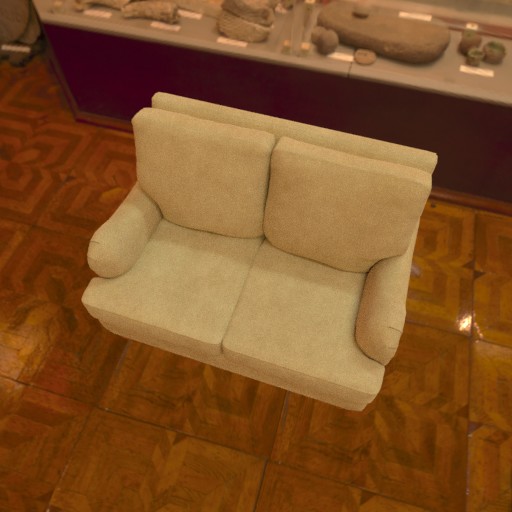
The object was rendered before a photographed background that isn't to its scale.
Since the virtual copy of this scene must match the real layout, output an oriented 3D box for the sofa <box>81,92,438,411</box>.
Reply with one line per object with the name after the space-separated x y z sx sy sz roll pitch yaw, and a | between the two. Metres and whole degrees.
0.000 0.000 2.279 1.498 1.087 1.086 15 59 10 | sofa
